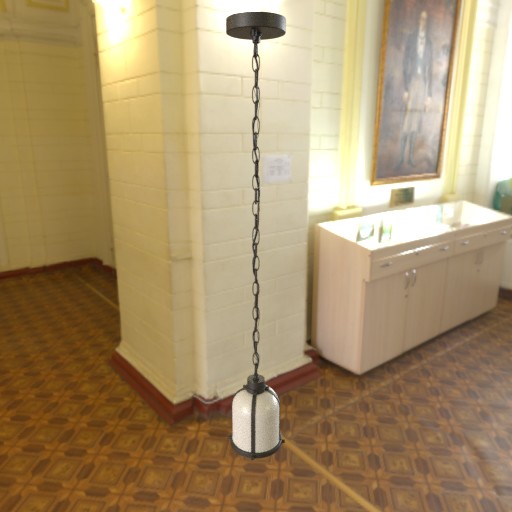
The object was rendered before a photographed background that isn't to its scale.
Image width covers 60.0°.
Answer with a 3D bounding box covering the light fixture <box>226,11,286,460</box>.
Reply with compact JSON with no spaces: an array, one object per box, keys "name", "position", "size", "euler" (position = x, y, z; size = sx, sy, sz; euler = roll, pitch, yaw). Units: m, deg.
[{"name":"light fixture","position":[0.000,0.000,1.220],"size":[0.178,1.181,0.178],"euler":[2,15,7]}]
